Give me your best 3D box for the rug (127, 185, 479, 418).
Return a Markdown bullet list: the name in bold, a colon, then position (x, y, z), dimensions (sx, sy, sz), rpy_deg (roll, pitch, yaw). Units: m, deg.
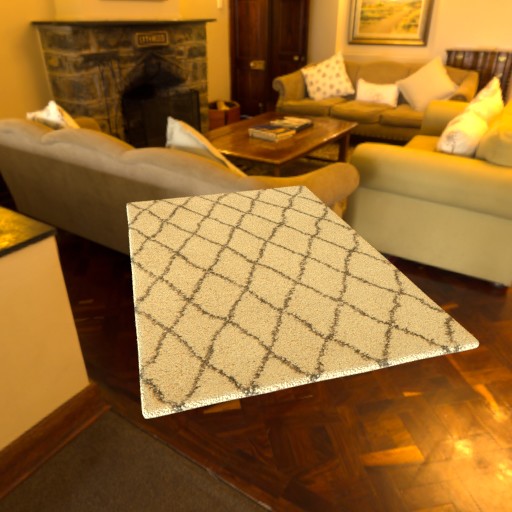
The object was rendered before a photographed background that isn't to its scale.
- **rug**: position (0.000, 0.000, 2.239), dimensions (1.219, 0.030, 1.778), rpy_deg (-8, 30, -14)
